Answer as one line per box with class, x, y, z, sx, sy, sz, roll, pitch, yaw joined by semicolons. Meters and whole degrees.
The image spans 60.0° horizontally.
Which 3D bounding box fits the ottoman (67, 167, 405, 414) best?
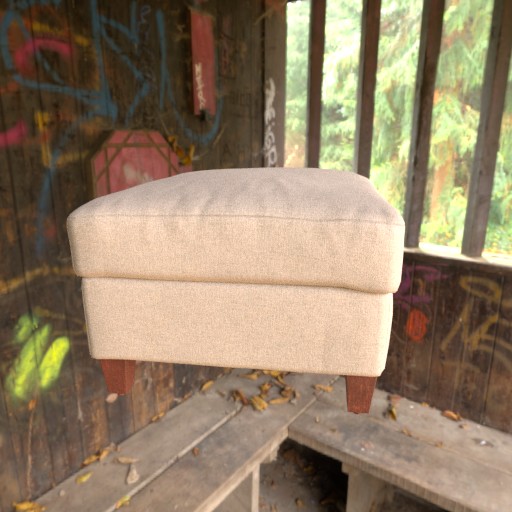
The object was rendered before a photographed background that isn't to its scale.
ottoman;0.000;0.000;1.324;0.692;0.511;0.902;2;15;7
